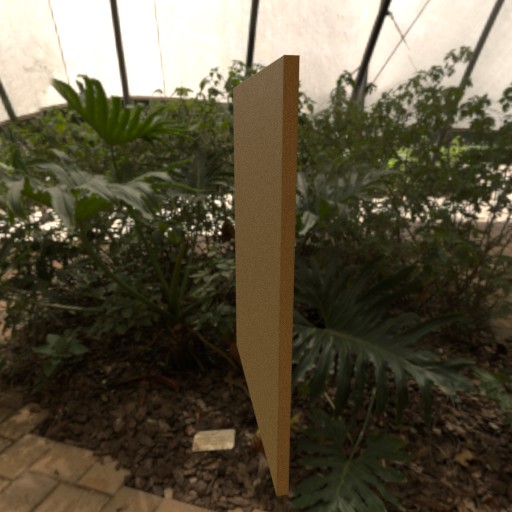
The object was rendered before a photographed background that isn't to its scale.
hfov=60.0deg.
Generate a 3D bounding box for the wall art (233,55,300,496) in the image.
[{"bbox_3d":[0.000,0.000,1.332,0.030,1.002,0.798,-3,17,-9],"label":"wall art"}]
